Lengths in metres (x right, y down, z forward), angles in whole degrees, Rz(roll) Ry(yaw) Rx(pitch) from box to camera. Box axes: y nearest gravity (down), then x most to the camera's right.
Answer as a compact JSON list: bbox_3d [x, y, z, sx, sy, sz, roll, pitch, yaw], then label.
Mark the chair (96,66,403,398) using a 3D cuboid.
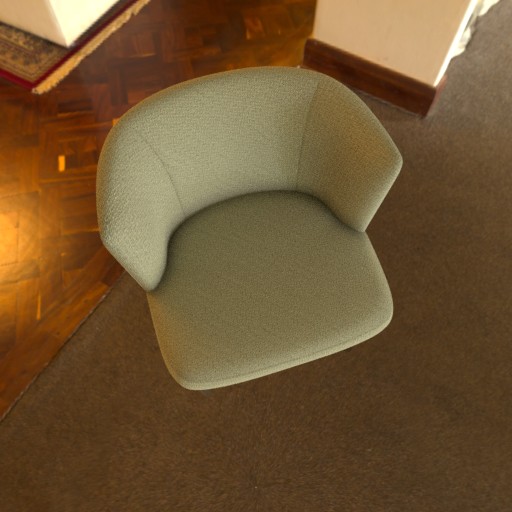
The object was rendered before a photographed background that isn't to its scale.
[{"bbox_3d":[0.000,0.000,1.276,0.700,0.760,0.660,-16,64,-8],"label":"chair"}]
